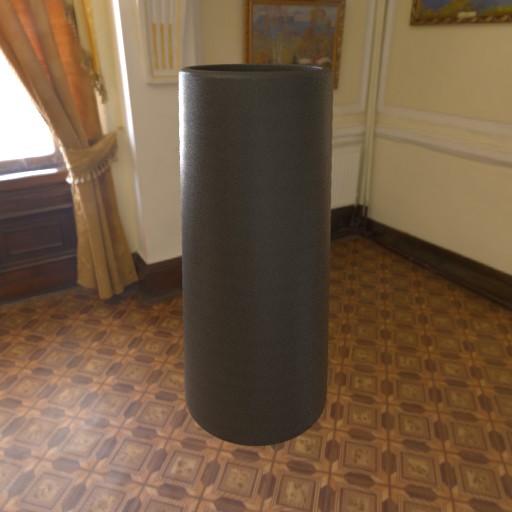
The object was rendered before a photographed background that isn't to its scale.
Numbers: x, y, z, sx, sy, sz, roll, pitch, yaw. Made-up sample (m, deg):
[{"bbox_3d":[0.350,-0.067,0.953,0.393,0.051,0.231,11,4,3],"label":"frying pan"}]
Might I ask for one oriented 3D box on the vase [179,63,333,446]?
[{"bbox_3d":[0.000,0.000,0.369,0.136,0.289,0.136,-8,27,-16],"label":"vase"}]
